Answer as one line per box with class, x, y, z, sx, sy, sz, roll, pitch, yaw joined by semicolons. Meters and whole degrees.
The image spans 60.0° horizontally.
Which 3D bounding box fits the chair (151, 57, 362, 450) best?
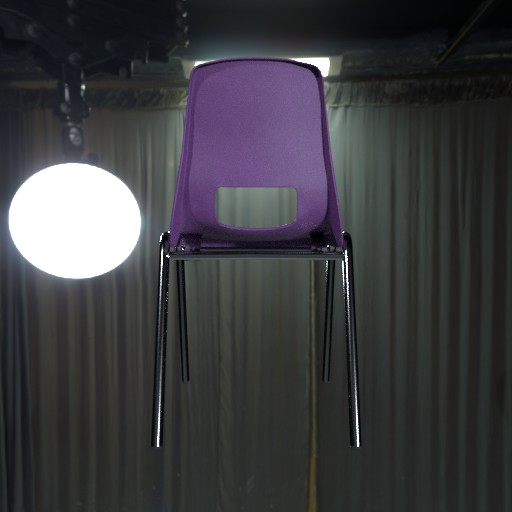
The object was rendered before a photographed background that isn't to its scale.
chair;0.000;0.000;0.936;0.381;0.654;0.432;0;0;0
